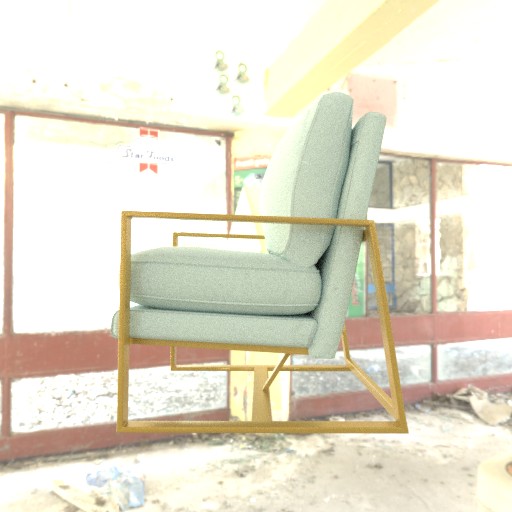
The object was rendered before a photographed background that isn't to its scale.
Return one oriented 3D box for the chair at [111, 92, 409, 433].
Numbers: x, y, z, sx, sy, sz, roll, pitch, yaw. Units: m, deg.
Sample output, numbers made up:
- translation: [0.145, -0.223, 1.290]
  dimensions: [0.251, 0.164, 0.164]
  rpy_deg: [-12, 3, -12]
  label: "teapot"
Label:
- translation: [0.000, 0.000, 1.559]
  dimensions: [0.813, 0.956, 0.758]
  rpy_deg: [0, -2, 1]
  label: "chair"
